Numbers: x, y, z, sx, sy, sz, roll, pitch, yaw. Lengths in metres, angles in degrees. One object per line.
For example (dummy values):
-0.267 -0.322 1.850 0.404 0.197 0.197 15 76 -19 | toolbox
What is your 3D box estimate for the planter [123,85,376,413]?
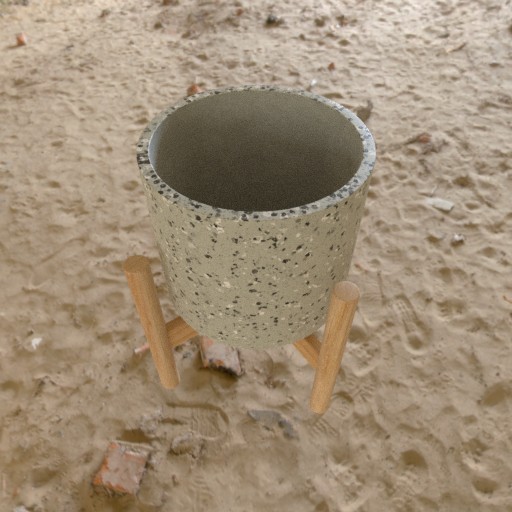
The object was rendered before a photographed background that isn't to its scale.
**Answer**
0.000 0.000 0.535 0.284 0.320 0.284 -10 48 -9 | planter
